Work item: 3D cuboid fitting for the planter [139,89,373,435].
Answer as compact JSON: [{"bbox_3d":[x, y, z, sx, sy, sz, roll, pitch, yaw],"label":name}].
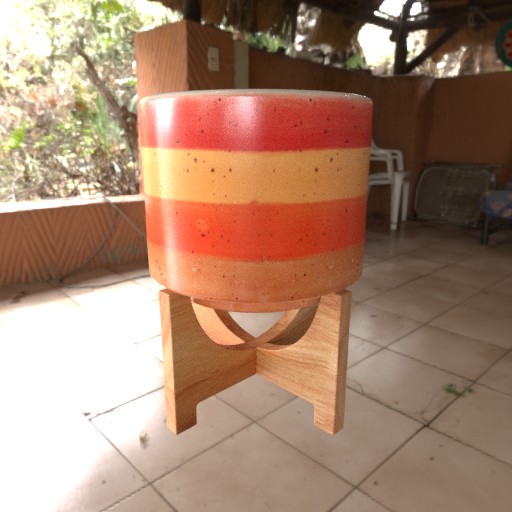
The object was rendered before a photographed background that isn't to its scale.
[{"bbox_3d":[0.000,0.000,0.405,0.199,0.268,0.199,0,15,0],"label":"planter"}]
